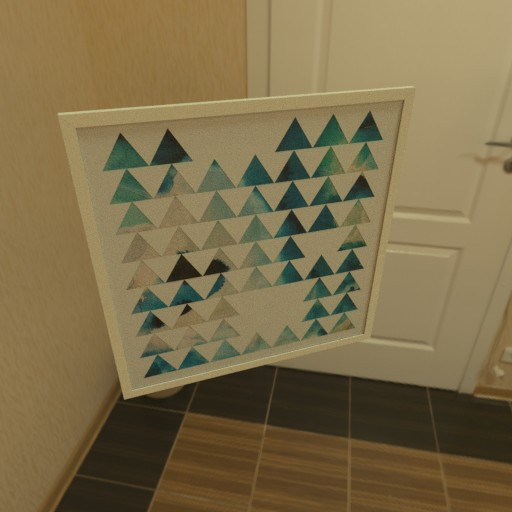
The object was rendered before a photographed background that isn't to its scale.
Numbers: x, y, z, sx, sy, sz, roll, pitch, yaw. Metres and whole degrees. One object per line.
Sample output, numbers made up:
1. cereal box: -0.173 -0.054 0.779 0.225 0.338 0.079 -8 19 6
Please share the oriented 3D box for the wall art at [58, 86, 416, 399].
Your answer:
1. wall art: 0.000 0.000 0.814 0.557 0.557 0.012 -10 33 -16
